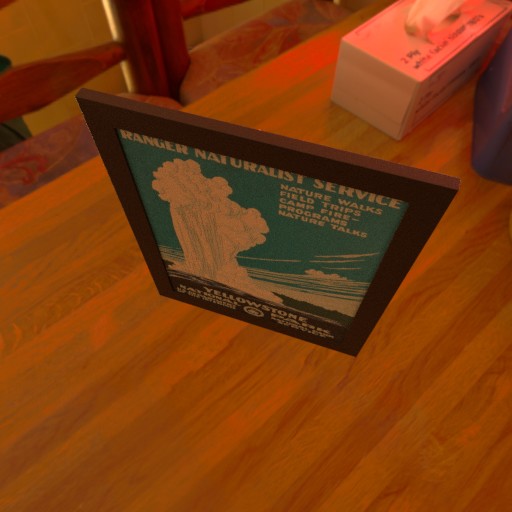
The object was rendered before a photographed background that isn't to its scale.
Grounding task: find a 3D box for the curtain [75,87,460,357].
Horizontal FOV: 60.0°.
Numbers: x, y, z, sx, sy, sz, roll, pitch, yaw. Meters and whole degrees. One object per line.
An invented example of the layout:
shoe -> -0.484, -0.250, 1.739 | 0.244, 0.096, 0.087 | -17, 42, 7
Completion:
curtain -> 0.000, 0.000, 0.788 | 0.483, 0.585, 0.027 | 16, 61, 9
